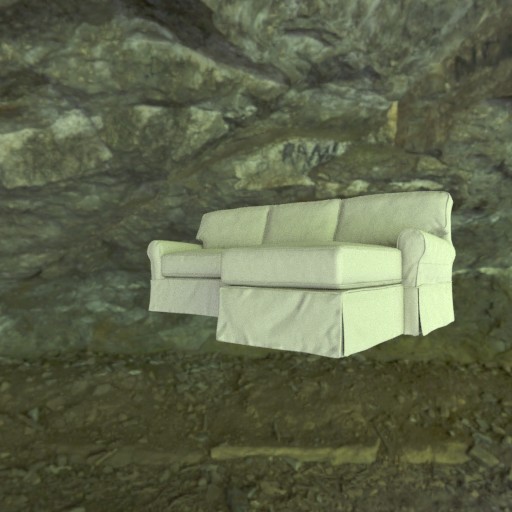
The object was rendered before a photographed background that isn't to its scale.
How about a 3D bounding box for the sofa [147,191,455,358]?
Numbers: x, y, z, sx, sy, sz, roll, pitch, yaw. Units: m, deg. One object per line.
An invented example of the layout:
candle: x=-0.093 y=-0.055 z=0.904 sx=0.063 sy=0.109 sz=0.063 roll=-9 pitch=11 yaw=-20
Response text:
sofa: x=0.000 y=0.000 z=3.318 sx=2.475 sy=0.978 sz=1.733 roll=-1 pitch=-1 yaw=36
